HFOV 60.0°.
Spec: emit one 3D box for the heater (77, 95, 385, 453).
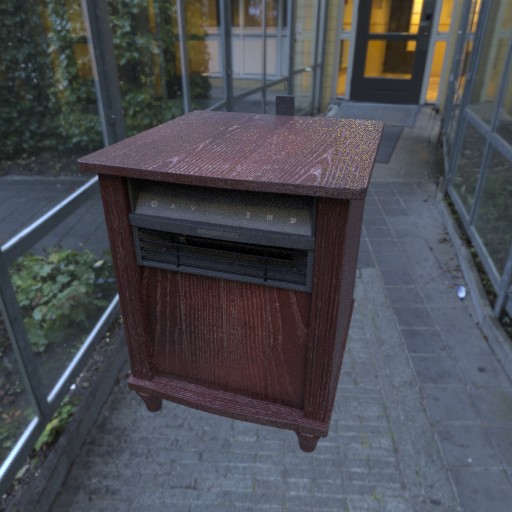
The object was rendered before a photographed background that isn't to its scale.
[{"bbox_3d":[0.000,0.000,0.770,0.362,0.481,0.400,8,29,15],"label":"heater"}]
